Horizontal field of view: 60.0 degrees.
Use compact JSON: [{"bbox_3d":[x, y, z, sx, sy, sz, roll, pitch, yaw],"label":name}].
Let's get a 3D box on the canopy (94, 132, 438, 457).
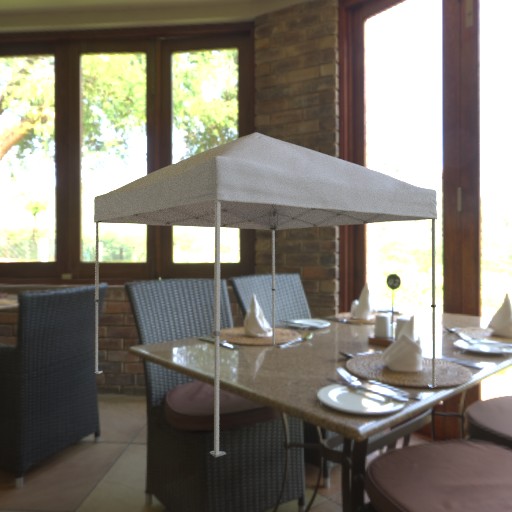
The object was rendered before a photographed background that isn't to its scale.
[{"bbox_3d":[0.000,0.000,5.383,2.996,2.997,2.998,0,0,-37],"label":"canopy"}]
